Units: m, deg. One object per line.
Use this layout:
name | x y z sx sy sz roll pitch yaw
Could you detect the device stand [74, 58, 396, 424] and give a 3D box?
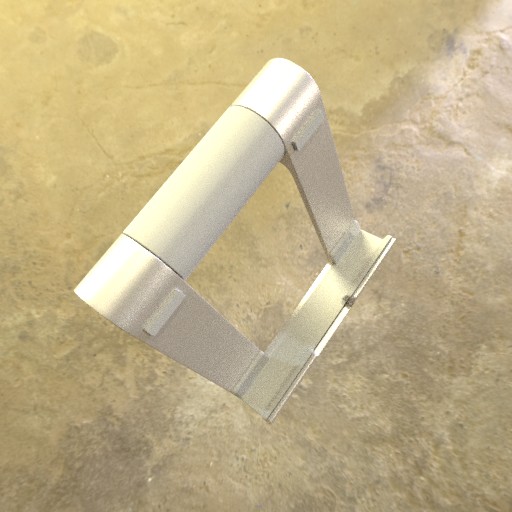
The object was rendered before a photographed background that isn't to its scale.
device stand | 0.000 0.000 0.154 0.079 0.084 0.086 35 78 9
